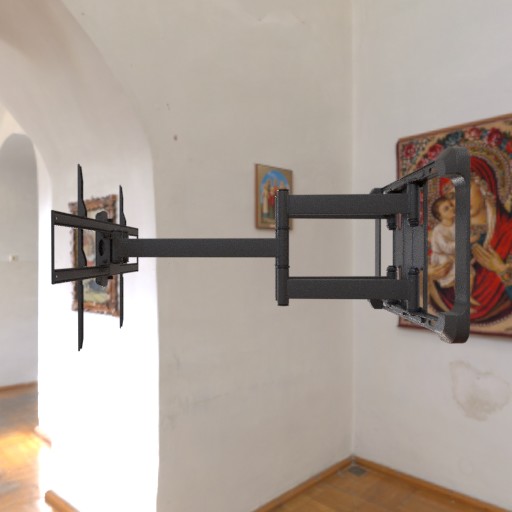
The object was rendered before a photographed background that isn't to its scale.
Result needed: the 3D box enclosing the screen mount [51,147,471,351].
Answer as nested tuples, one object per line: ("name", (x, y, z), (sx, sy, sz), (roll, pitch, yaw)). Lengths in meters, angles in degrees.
("screen mount", (0.000, 0.000, 1.297), (0.905, 0.483, 0.725), (0, 0, 0))
